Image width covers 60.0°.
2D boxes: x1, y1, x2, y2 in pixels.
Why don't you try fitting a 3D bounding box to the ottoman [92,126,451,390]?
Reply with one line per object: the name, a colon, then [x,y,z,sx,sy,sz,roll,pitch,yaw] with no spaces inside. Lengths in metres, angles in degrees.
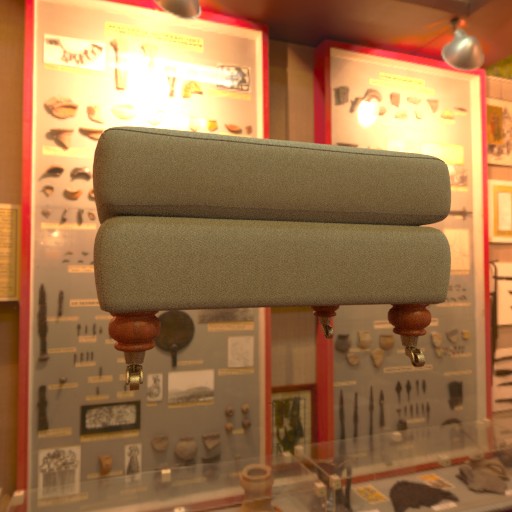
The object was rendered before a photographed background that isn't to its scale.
ottoman: [0.000,0.000,1.127,0.773,0.499,0.569,1,-2,-18]
